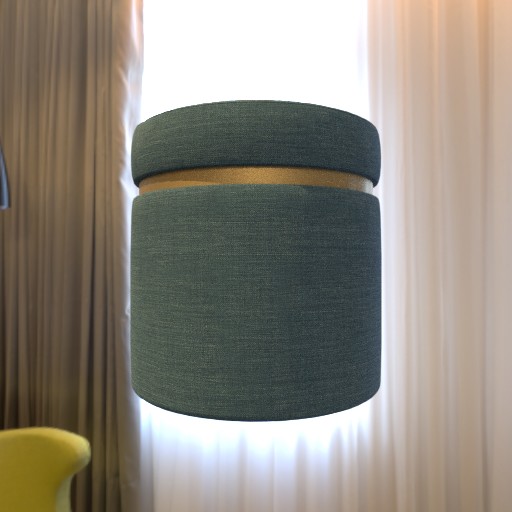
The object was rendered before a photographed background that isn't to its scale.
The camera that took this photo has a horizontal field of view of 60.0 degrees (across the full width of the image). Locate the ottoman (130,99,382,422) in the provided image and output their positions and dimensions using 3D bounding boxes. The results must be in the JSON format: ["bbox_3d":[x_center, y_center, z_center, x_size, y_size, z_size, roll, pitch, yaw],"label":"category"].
[{"bbox_3d":[0.000,0.000,0.730,0.398,0.406,0.398,0,0,0],"label":"ottoman"}]
